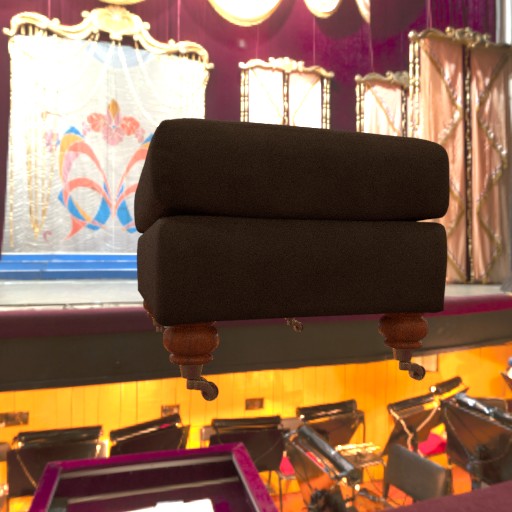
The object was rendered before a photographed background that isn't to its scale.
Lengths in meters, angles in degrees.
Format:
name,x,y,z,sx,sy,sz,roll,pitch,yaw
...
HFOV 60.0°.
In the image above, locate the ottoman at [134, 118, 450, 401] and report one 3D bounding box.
name,x,y,z,sx,sy,sz,roll,pitch,yaw
ottoman,0.000,0.000,1.111,0.574,0.497,0.773,0,0,-17
